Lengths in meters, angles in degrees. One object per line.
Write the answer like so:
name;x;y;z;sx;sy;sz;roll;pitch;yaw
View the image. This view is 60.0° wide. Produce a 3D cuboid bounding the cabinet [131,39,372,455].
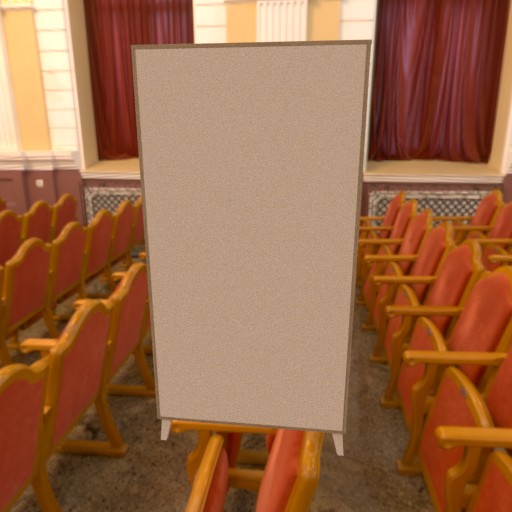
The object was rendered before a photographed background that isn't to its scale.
cabinet;0.000;0.000;2.380;1.006;1.999;0.571;2;16;7
